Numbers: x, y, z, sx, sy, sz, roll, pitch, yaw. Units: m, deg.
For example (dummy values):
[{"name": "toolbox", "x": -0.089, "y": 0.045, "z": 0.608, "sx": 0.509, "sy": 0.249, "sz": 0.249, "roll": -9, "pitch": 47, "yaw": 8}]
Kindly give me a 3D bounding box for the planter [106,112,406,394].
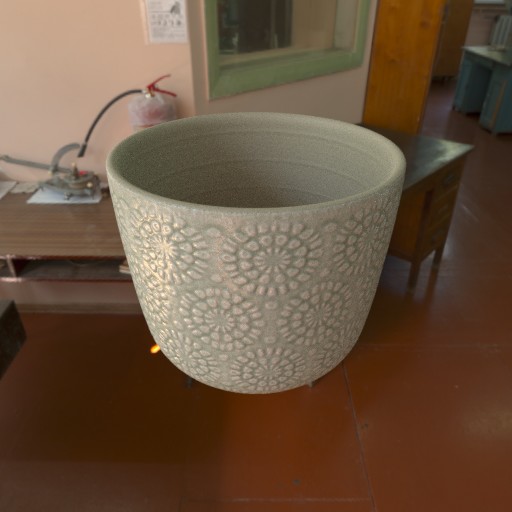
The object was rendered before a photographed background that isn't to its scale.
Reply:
[{"name": "planter", "x": 0.000, "y": 0.000, "z": 0.218, "sx": 0.124, "sy": 0.109, "sz": 0.124, "roll": 0, "pitch": 32, "yaw": 0}]
